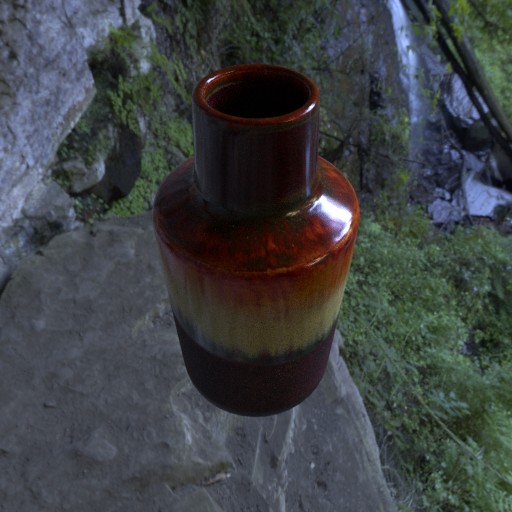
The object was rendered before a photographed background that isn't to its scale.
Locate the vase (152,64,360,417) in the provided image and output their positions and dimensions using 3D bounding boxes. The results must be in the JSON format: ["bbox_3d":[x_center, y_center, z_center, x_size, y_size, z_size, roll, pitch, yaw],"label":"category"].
[{"bbox_3d":[0.000,0.000,0.260,0.108,0.204,0.108,0,47,0],"label":"vase"}]
